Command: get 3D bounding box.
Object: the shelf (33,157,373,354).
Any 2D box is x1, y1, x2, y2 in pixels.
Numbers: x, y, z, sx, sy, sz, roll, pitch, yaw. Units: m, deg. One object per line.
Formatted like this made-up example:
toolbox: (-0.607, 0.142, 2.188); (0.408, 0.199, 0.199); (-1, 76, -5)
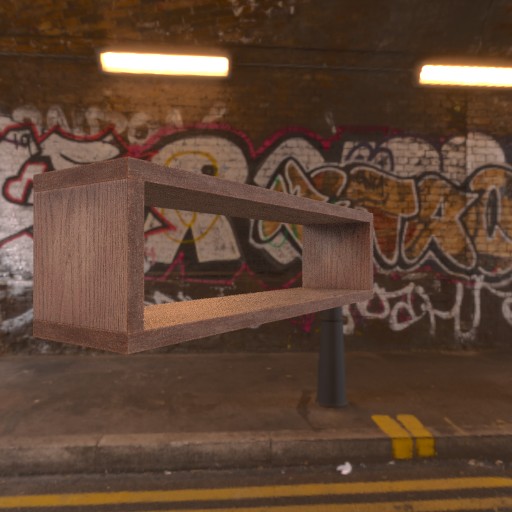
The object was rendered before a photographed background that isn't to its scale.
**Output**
shelf: (0.000, 0.000, 0.674); (0.150, 0.170, 0.610); (0, 0, 34)
